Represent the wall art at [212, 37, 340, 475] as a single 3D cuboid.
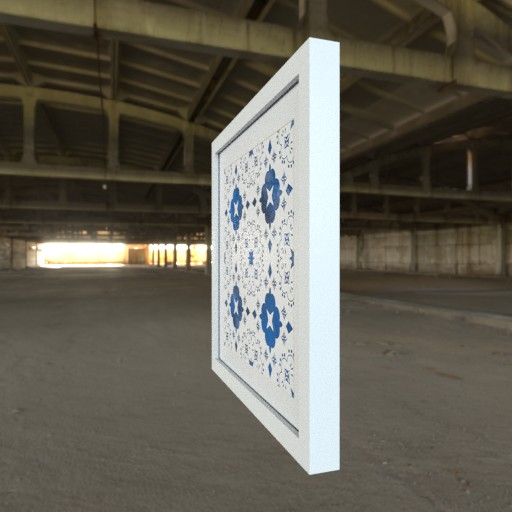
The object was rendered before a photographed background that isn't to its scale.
[{"bbox_3d":[0.000,0.000,0.532,0.027,0.355,0.355,0,0,-19],"label":"wall art"}]
